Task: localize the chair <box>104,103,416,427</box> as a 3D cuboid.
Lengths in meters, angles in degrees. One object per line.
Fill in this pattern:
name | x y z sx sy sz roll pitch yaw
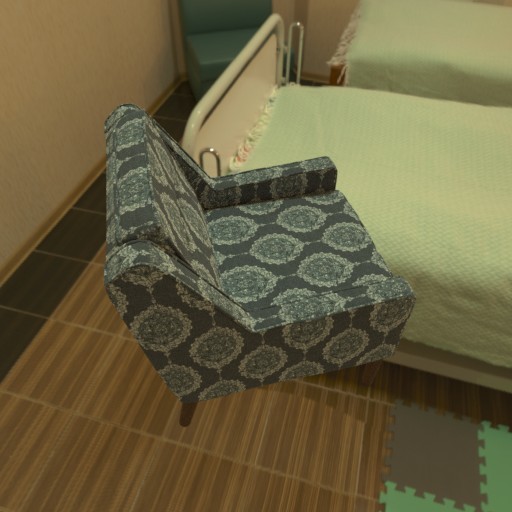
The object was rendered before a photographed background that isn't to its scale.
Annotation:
chair | 0.000 0.000 1.344 0.743 0.792 0.663 -10 47 -9
